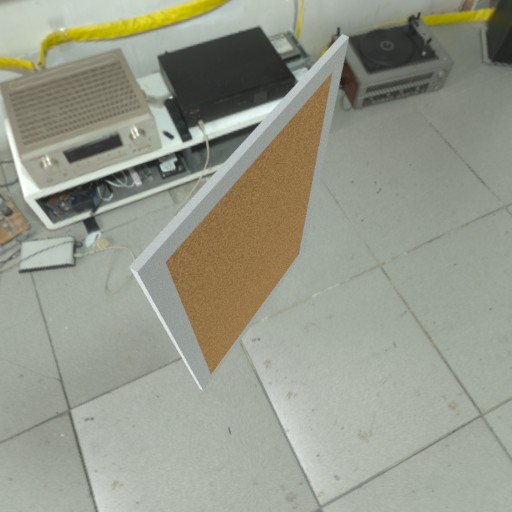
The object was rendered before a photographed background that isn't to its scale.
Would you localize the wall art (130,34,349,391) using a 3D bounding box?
[{"bbox_3d":[0.000,0.000,0.843,0.011,0.659,0.454,32,67,15],"label":"wall art"}]
